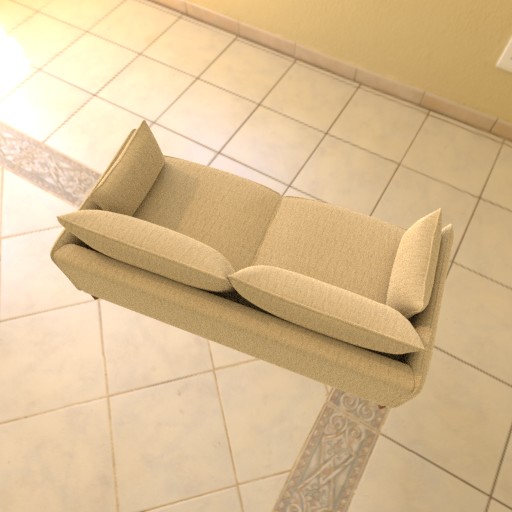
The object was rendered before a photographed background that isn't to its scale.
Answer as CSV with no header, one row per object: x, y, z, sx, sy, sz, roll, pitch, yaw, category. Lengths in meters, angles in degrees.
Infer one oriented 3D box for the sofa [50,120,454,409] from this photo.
0.000,0.000,2.499,1.989,0.860,0.991,19,64,10,sofa
